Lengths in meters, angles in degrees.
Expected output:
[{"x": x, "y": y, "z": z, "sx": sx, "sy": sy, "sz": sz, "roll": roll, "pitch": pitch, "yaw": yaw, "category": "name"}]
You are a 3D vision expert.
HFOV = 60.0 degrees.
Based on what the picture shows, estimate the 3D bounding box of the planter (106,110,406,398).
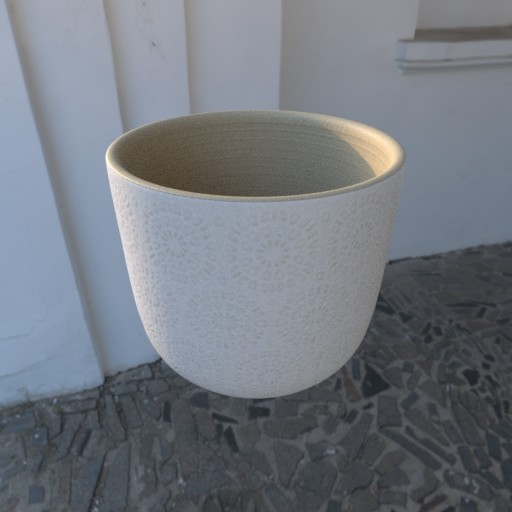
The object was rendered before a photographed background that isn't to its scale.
[{"x": 0.000, "y": 0.000, "z": 0.366, "sx": 0.208, "sy": 0.190, "sz": 0.208, "roll": 0, "pitch": 31, "yaw": 0, "category": "planter"}]
